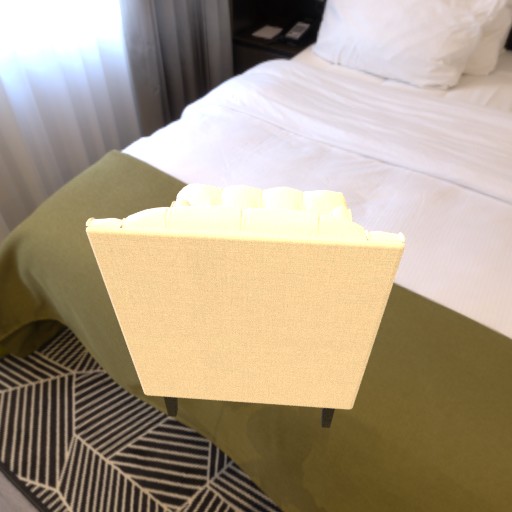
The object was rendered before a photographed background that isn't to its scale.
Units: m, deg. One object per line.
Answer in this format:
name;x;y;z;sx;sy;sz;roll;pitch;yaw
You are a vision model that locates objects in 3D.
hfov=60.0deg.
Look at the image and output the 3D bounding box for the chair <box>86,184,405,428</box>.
chair;0.000;0.000;1.432;0.658;0.891;0.772;3;45;3
